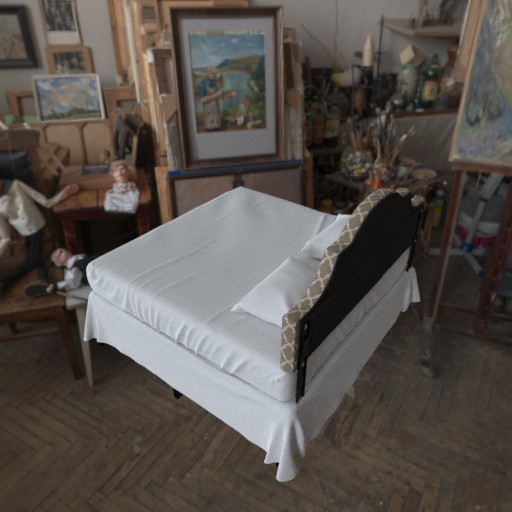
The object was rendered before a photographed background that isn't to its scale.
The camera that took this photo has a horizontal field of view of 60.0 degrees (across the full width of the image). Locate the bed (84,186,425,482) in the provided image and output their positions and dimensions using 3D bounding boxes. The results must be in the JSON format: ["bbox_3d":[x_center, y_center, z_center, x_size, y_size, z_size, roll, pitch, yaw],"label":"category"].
[{"bbox_3d":[0.000,0.000,3.681,2.222,1.601,2.314,22,38,31],"label":"bed"}]
